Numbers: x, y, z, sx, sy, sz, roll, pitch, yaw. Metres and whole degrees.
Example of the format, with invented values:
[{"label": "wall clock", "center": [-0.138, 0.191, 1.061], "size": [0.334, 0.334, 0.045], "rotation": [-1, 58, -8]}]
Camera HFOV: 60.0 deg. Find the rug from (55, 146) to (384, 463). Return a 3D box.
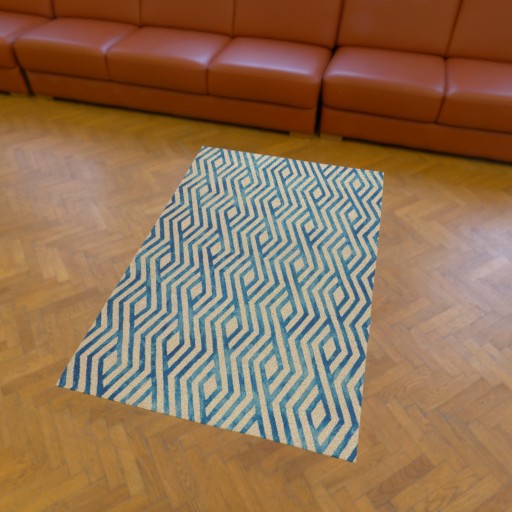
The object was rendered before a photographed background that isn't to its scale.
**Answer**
[{"label": "rug", "center": [0.000, 0.000, 2.318], "size": [1.225, 0.008, 1.830], "rotation": [11, 47, 10]}]
